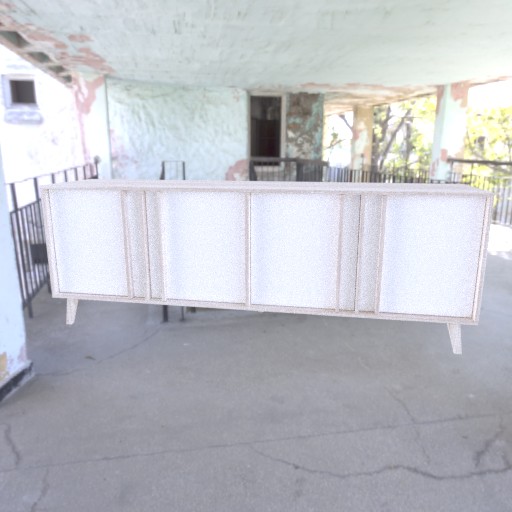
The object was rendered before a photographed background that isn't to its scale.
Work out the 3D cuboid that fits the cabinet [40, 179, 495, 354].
[{"bbox_3d":[0.000,0.000,2.447,2.200,0.780,0.500,2,14,10],"label":"cabinet"}]
